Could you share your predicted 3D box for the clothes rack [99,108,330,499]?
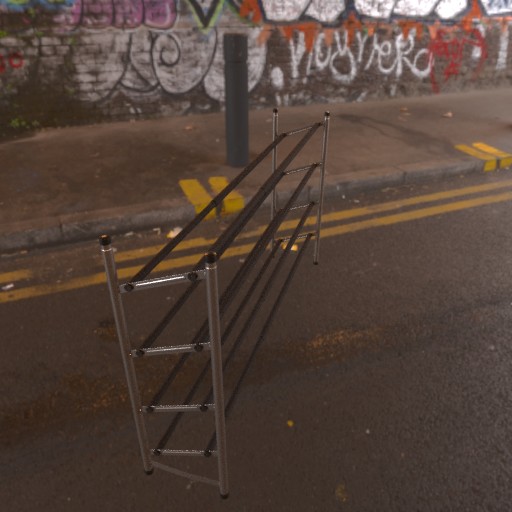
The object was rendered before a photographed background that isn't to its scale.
[{"bbox_3d":[0.000,0.000,1.406,0.229,0.672,1.168,9,31,15],"label":"clothes rack"}]
